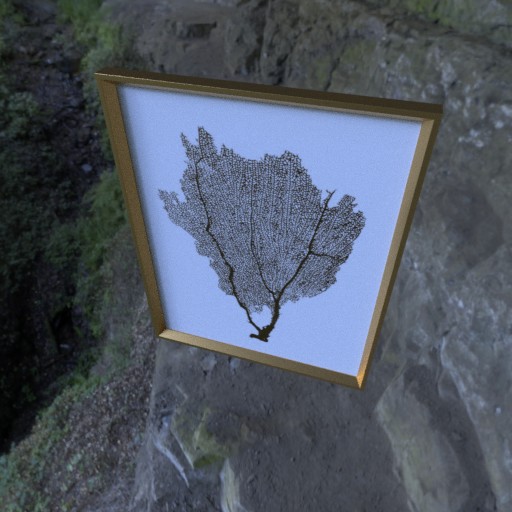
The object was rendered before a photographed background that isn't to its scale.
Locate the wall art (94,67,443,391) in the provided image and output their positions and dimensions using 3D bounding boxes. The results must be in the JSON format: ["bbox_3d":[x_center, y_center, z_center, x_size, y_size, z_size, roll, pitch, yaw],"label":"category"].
[{"bbox_3d":[0.000,0.000,1.008,0.610,0.762,0.038,12,42,13],"label":"wall art"}]
